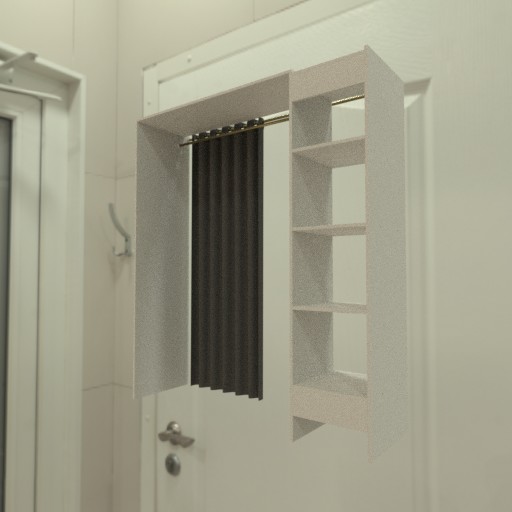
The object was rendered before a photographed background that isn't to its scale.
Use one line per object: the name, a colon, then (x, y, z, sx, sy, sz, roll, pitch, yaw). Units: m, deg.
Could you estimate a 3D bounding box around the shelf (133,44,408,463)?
shelf: (0.000, 0.000, 2.590, 1.600, 1.810, 0.500, -2, -3, 37)
